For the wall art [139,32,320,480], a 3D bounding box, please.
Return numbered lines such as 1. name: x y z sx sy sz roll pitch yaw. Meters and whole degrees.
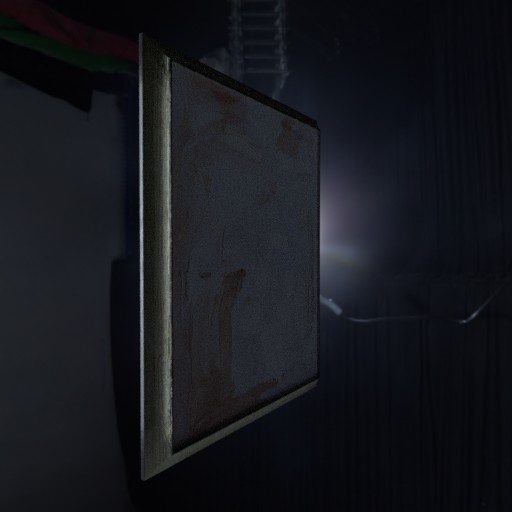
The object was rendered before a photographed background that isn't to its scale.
1. wall art: 0.000 0.000 0.603 0.023 0.457 0.381 1 1 35
